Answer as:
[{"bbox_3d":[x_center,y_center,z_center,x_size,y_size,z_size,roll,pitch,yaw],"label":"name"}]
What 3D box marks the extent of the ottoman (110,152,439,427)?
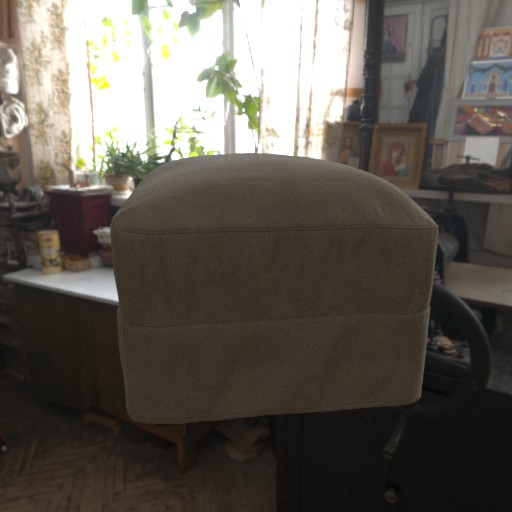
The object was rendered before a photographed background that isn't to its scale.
[{"bbox_3d":[0.000,0.000,1.065,0.584,0.480,0.712,-2,16,-9],"label":"ottoman"}]
